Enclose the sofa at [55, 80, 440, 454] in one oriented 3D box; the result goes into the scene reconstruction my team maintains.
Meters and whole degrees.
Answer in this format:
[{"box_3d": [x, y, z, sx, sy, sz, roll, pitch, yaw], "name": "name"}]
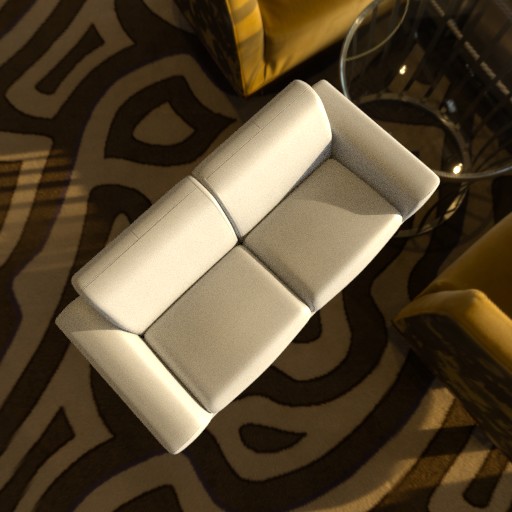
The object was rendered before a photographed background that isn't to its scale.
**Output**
[{"box_3d": [0.000, 0.000, 2.353, 1.901, 0.772, 0.900, -44, 80, -10], "name": "sofa"}]
